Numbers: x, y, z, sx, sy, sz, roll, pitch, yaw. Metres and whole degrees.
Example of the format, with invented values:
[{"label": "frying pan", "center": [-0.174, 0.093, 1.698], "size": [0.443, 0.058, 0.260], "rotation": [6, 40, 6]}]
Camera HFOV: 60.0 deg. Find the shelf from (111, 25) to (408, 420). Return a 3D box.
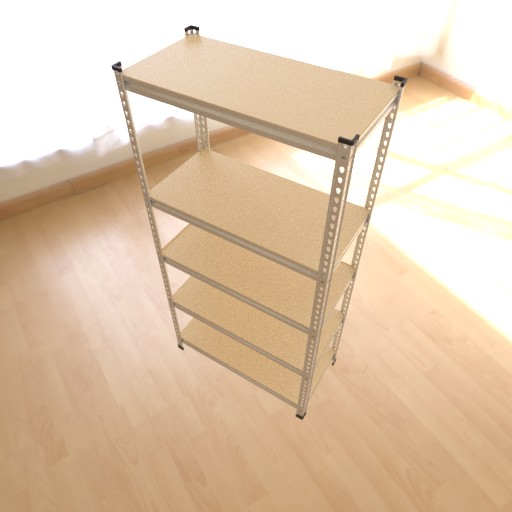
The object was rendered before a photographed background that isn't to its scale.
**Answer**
[{"label": "shelf", "center": [0.000, 0.000, 2.174], "size": [0.914, 1.829, 0.457], "rotation": [24, 51, 21]}]
